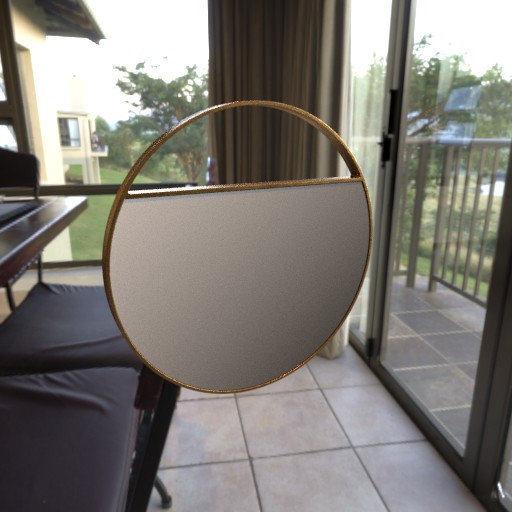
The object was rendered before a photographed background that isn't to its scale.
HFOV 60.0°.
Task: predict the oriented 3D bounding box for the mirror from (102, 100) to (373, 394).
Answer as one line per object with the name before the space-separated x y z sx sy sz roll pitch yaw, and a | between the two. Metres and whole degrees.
mirror | 0.000 0.000 0.855 0.565 0.565 0.032 -9 19 -27
